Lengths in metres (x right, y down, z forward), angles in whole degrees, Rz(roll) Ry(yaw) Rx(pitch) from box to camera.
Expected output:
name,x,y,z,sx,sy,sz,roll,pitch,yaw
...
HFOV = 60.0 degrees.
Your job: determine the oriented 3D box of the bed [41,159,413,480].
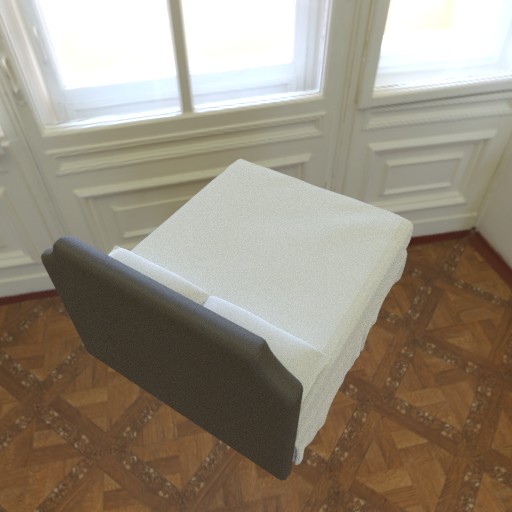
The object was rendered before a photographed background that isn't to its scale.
name,x,y,z,sx,sy,sz,roll,pitch,yaw
bed,0.000,0.000,3.888,2.194,1.561,2.536,25,51,22
